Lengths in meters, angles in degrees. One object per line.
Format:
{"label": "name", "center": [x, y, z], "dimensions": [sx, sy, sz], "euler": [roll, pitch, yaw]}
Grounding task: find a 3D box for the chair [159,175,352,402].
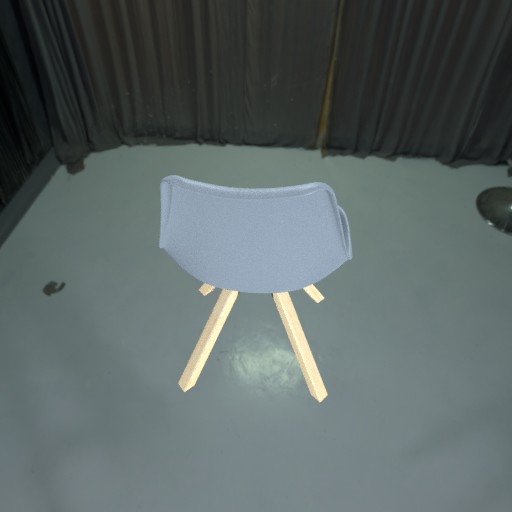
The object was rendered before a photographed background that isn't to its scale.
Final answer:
{"label": "chair", "center": [0.000, 0.000, 1.178], "dimensions": [0.485, 0.850, 0.549], "euler": [3, 46, 3]}
